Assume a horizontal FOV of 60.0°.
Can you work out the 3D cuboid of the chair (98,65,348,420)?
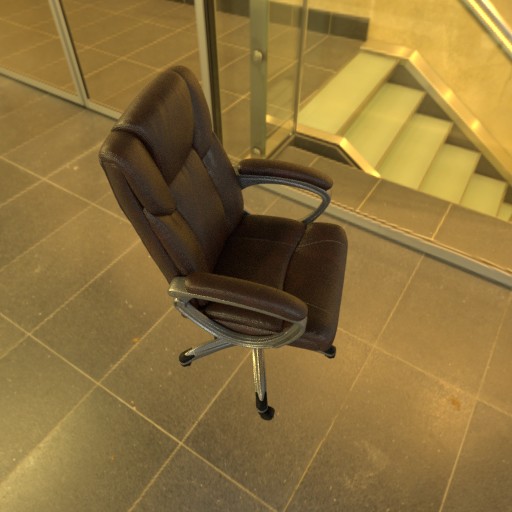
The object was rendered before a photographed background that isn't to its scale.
[{"bbox_3d":[0.000,0.000,1.542,0.692,1.128,0.656,10,47,9],"label":"chair"}]
